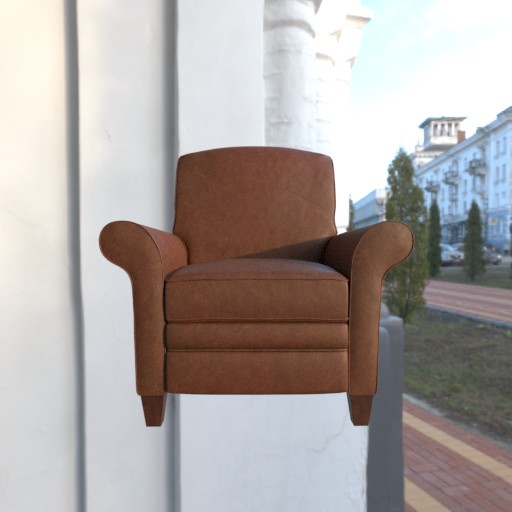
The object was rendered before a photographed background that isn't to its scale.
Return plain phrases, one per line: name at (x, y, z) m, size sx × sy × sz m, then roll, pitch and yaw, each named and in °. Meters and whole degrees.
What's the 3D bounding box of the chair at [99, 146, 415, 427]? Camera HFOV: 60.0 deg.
chair at (0.000, 0.000, 1.803) m, size 0.978 × 1.061 × 0.902 m, roll 0°, pitch 1°, yaw -1°
